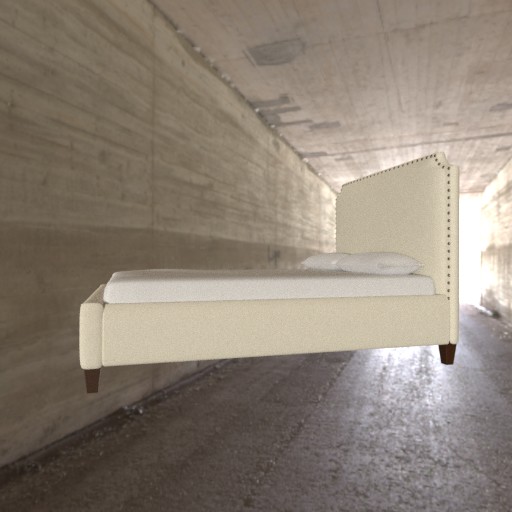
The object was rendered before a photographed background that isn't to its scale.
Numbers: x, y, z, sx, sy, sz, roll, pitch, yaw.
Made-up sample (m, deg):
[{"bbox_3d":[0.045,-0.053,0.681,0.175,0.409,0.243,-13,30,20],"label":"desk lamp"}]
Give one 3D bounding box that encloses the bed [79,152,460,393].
[{"bbox_3d":[0.000,0.000,3.412,2.372,1.443,1.712,0,0,-16],"label":"bed"}]
